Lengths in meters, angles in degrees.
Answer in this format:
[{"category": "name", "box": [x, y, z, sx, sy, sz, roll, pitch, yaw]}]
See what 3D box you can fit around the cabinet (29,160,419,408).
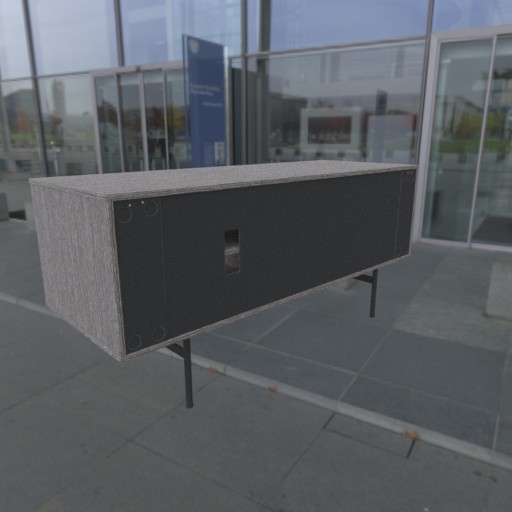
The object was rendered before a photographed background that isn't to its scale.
[{"category": "cabinet", "box": [0.000, 0.000, 1.574, 1.300, 0.599, 0.500, -14, 21, -41]}]
